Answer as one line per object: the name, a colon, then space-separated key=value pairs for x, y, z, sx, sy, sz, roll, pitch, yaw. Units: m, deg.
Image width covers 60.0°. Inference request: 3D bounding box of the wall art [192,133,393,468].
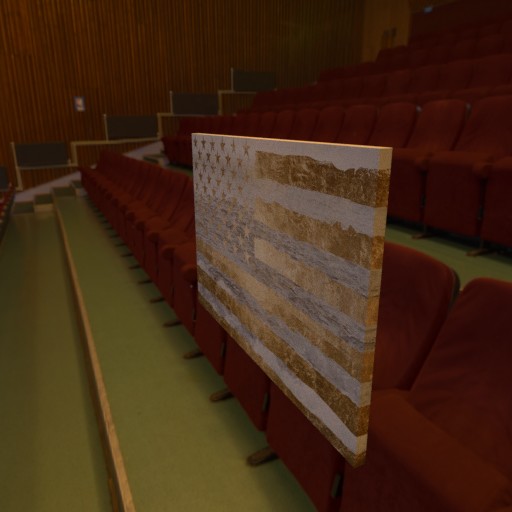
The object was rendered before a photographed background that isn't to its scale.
wall art: x=0.000 y=0.000 z=1.185 sx=0.027 sy=0.610 sz=0.932 roll=-8 pitch=19 yaw=-25
